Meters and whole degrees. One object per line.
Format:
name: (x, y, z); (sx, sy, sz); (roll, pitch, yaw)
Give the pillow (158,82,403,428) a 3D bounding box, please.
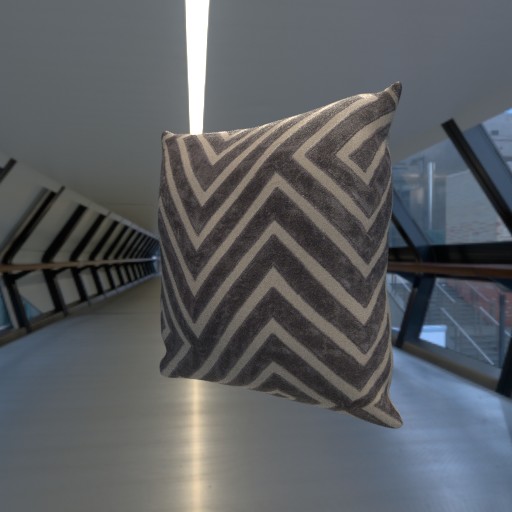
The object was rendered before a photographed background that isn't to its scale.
pillow: (0.000, 0.000, 0.669); (0.440, 0.441, 0.182); (1, 1, 37)
